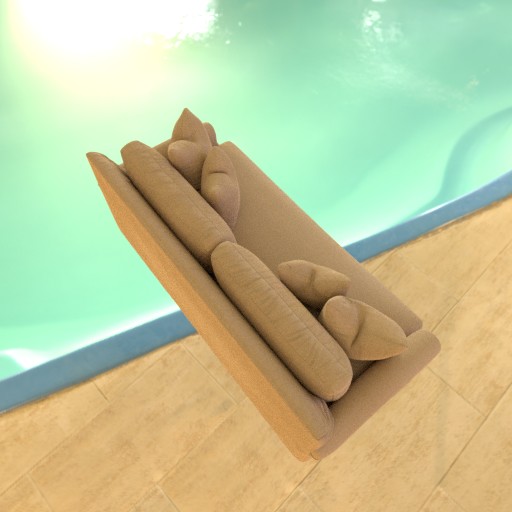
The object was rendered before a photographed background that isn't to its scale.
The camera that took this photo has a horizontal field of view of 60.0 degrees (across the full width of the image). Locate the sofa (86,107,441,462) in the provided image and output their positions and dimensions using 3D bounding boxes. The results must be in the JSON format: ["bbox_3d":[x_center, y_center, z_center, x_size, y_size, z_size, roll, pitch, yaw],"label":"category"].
[{"bbox_3d":[0.000,0.000,2.813,1.067,0.904,2.285,-34,64,-19],"label":"sofa"}]
